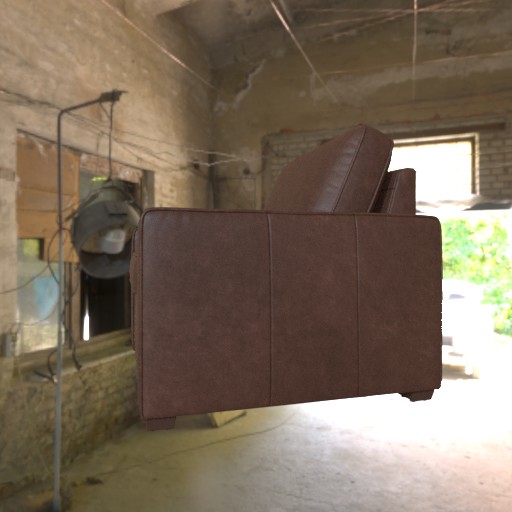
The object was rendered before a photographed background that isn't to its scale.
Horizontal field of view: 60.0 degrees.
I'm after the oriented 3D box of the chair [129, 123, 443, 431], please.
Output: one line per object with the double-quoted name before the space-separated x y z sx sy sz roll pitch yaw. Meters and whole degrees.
"chair" 0.000 0.000 1.722 0.940 0.919 1.017 0 0 -17
